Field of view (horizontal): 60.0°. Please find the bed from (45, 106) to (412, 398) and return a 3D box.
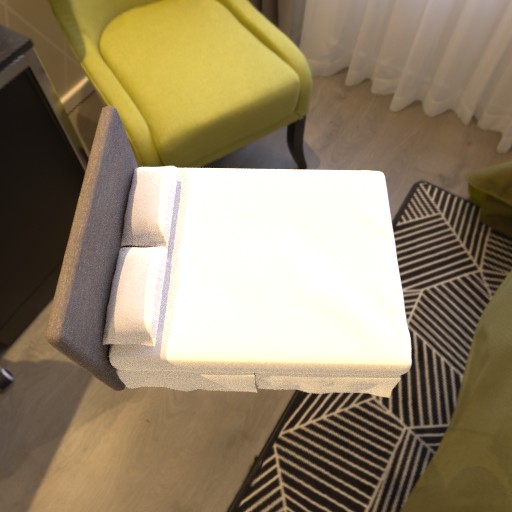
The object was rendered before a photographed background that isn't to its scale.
[{"bbox_3d":[0.000,0.000,3.186,2.142,1.330,1.723,1,62,1],"label":"bed"}]
